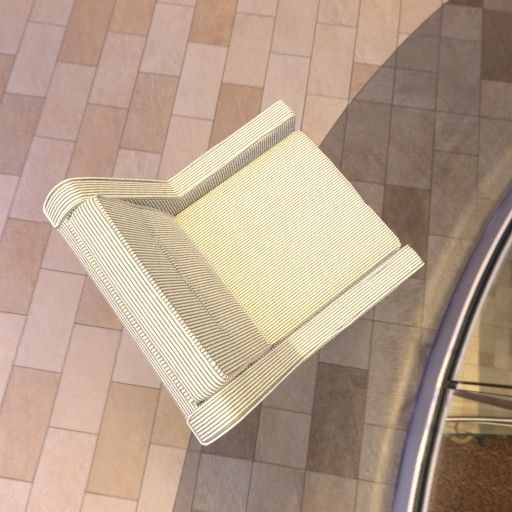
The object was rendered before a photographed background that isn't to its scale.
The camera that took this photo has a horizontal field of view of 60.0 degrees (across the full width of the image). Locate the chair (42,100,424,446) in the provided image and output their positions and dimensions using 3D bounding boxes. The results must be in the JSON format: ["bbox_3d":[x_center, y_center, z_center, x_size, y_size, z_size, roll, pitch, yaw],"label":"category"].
[{"bbox_3d":[0.000,0.000,1.314,0.743,0.792,0.663,-36,79,-8],"label":"chair"}]
